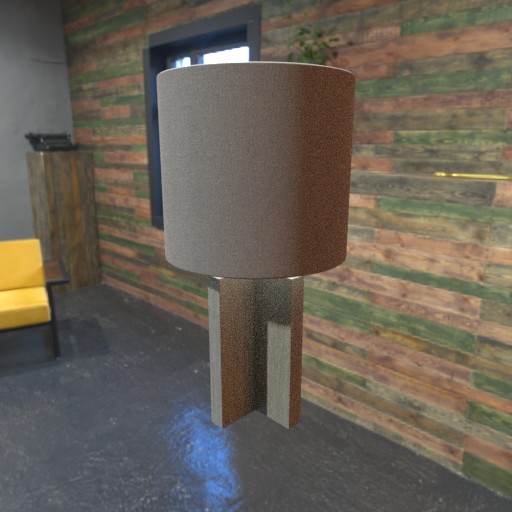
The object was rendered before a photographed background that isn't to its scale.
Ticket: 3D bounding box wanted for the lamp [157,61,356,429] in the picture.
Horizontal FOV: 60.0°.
[{"bbox_3d":[0.000,0.000,0.572,0.229,0.428,0.229,-14,19,-43],"label":"lamp"}]
